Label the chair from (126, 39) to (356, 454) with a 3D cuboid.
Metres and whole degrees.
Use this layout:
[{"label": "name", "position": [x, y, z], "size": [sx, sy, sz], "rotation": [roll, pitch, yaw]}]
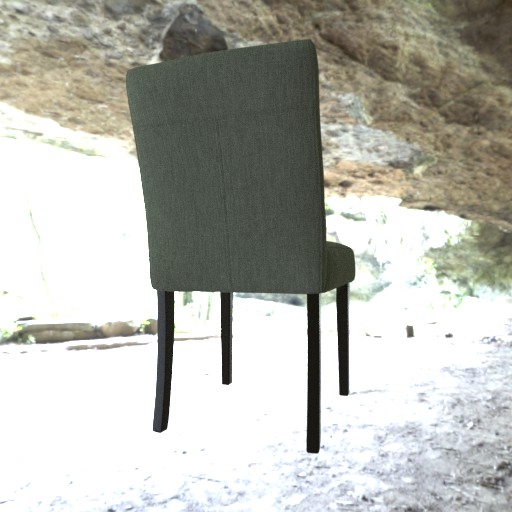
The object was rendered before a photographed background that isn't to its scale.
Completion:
[{"label": "chair", "position": [0.000, 0.000, 1.228], "size": [0.487, 0.884, 0.629], "rotation": [0, -2, 18]}]
